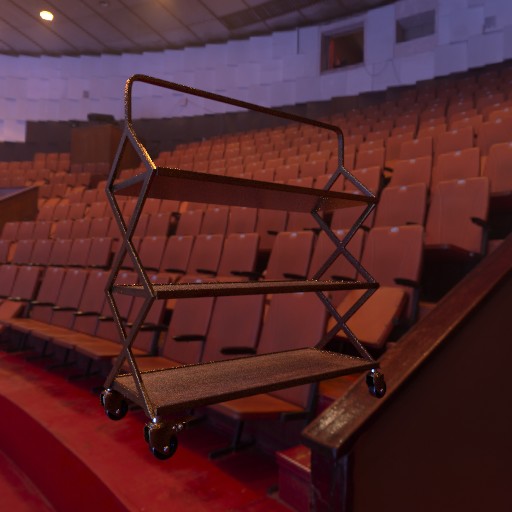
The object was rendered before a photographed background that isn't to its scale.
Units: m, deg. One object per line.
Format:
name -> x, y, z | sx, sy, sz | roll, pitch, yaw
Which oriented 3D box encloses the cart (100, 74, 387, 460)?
cart -> 0.000, 0.000, 1.178 | 0.723, 0.805, 0.313 | 1, -1, -36
